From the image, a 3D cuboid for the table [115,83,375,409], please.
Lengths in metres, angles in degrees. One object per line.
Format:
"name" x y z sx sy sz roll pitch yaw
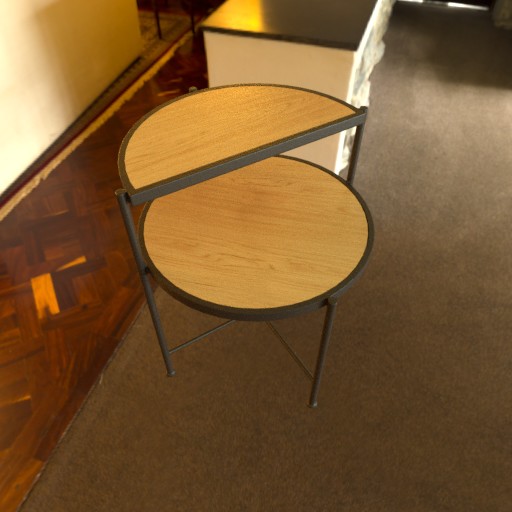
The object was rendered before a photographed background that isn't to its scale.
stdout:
"table" 0.000 0.000 1.185 0.629 0.684 0.628 -24 51 -21
